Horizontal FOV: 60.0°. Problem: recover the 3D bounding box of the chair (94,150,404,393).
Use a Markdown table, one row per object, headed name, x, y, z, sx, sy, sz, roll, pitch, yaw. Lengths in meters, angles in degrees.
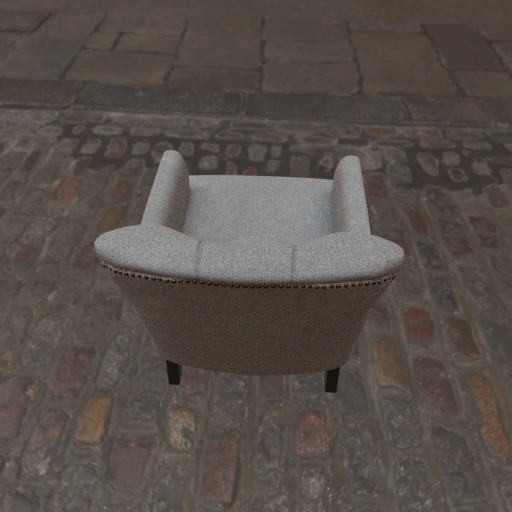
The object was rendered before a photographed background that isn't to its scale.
| name | x | y | z | sx | sy | sz | roll | pitch | yaw |
| --- | --- | --- | --- | --- | --- | --- | --- | --- | --- |
| chair | 0.000 | 0.000 | 1.530 | 0.737 | 0.823 | 0.902 | 2 | 46 | 2 |
